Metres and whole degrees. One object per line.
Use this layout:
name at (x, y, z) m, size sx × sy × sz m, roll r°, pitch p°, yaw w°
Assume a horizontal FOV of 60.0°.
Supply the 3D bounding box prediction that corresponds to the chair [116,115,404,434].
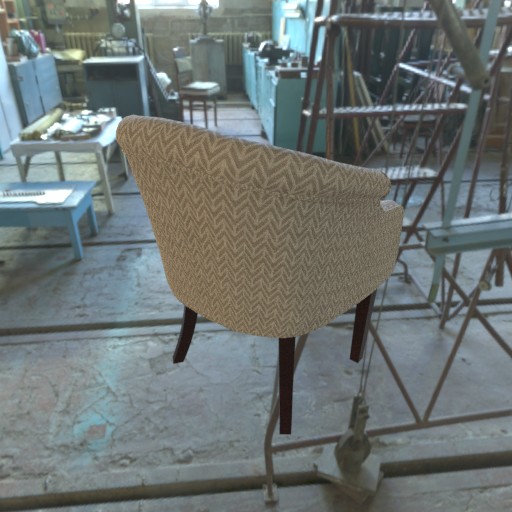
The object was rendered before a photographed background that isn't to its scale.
chair at (0.000, 0.000, 1.286) m, size 0.686 × 0.858 × 0.613 m, roll 22°, pitch 36°, yaw 33°
